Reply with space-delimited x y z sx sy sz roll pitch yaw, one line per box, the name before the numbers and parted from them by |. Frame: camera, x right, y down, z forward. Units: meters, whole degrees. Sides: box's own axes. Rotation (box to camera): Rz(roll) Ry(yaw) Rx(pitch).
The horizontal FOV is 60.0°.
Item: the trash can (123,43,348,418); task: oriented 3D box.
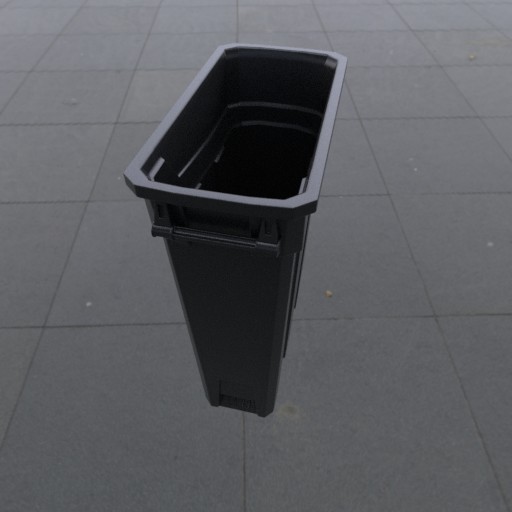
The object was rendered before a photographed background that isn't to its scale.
trash can | 0.000 0.000 1.051 0.281 0.762 0.559 9 46 9
